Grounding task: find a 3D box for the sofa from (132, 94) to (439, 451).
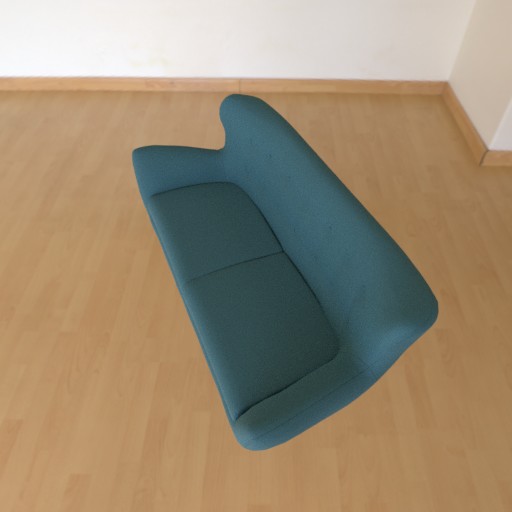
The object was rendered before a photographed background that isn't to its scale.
[{"bbox_3d":[0.000,0.000,2.366,0.889,0.890,1.930,-18,50,-15],"label":"sofa"}]
